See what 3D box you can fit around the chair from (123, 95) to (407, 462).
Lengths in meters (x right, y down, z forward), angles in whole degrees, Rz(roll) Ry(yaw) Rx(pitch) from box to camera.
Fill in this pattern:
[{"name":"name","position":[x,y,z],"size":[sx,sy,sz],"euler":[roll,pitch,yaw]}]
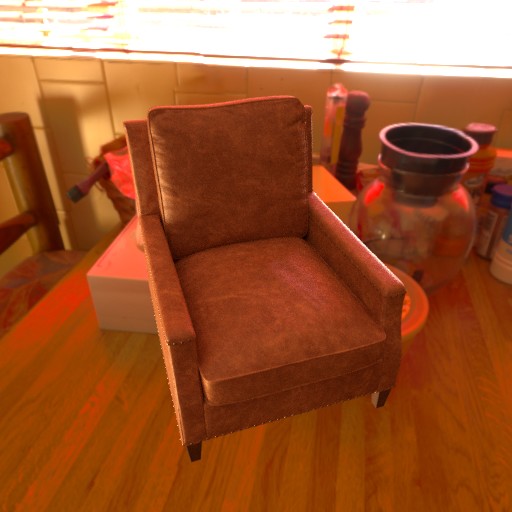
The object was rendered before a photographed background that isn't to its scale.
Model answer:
[{"name":"chair","position":[0.000,0.000,1.803],"size":[0.854,1.054,1.035],"euler":[-10,34,-15]}]
